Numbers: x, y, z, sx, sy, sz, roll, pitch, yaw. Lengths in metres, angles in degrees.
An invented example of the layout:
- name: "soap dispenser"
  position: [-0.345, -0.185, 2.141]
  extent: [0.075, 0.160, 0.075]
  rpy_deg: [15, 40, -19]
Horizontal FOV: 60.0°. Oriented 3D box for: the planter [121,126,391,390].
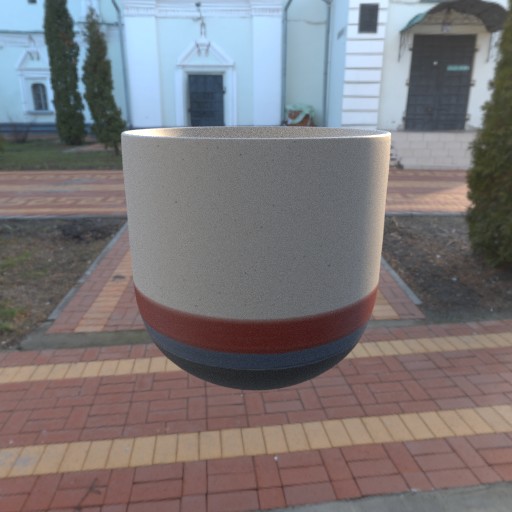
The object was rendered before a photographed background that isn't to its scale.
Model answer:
- name: "planter"
  position: [0.000, 0.000, 0.496]
  extent: [0.268, 0.270, 0.268]
  rpy_deg: [0, 18, 0]
